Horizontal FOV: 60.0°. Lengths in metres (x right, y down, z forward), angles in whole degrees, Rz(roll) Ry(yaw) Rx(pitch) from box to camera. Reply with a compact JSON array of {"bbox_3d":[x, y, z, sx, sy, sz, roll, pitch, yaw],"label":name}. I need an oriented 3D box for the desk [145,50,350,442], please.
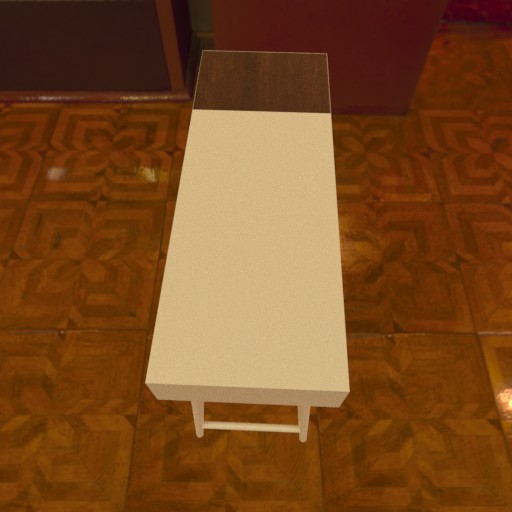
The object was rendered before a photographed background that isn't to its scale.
[{"bbox_3d":[0.000,0.000,1.465,0.409,0.761,1.069,2,58,1],"label":"desk"}]
